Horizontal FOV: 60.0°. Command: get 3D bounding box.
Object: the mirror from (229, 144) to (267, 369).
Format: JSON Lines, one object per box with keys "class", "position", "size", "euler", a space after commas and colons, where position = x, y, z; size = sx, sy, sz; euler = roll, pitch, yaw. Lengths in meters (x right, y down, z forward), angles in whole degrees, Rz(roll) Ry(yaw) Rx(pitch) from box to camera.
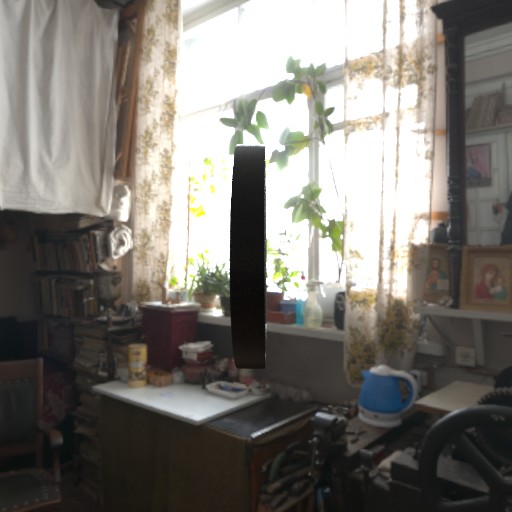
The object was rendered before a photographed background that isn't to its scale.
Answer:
{"class": "mirror", "position": [0.000, 0.000, 0.680], "size": [0.032, 0.254, 0.584], "euler": [0, 0, 2]}
